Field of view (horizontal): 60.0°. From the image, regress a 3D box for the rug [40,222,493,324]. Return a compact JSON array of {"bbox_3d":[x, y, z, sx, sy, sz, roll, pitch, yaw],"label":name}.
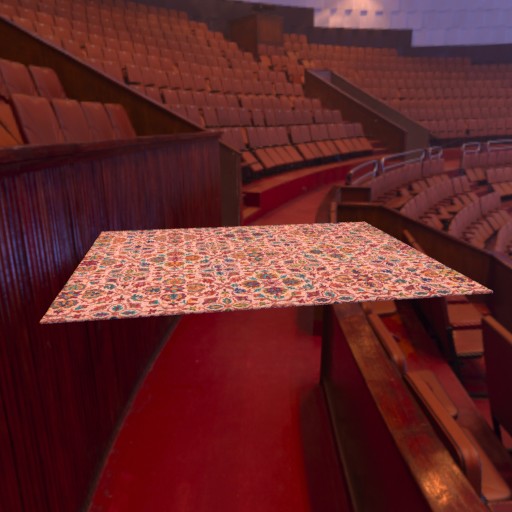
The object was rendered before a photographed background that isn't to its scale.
[{"bbox_3d":[0.000,0.000,4.232,3.215,0.020,2.446,-3,17,-9],"label":"rug"}]
